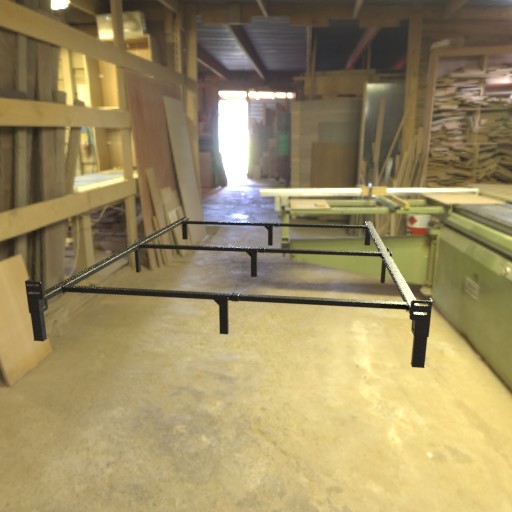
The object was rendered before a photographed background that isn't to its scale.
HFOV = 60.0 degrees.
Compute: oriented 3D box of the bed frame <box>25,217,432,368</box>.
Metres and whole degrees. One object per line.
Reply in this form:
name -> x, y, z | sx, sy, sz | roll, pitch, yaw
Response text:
bed frame -> 0.000, 0.000, 2.572 | 1.498, 0.248, 1.990 | 2, 15, 8
